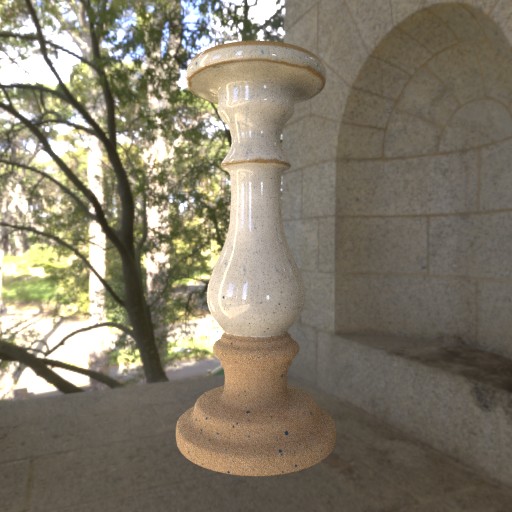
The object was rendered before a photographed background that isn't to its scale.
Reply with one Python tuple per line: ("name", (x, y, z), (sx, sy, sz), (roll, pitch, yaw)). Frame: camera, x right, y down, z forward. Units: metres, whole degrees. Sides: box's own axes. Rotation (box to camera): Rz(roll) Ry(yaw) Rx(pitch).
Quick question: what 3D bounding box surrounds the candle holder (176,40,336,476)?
("candle holder", (0.000, 0.000, 0.244), (0.088, 0.203, 0.088), (0, 1, 0))
